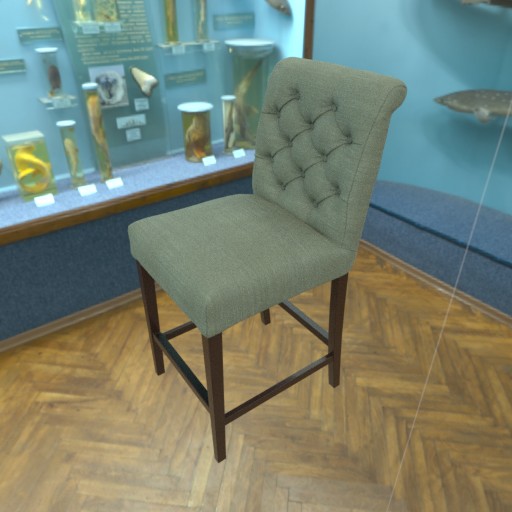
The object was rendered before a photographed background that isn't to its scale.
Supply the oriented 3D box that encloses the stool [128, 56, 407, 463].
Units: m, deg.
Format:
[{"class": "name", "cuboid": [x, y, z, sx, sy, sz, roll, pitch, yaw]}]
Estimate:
[{"class": "stool", "cuboid": [0.000, 0.000, 1.419, 0.660, 1.084, 0.486, -21, 39, -29]}]
